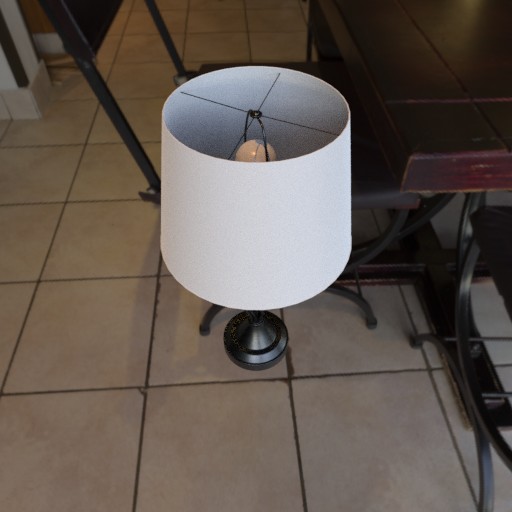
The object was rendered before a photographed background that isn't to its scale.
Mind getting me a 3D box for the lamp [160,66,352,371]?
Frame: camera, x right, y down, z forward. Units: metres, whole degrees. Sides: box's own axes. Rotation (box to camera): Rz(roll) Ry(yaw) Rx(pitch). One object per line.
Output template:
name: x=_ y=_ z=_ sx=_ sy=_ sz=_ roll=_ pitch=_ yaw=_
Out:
lamp: x=0.000 y=0.000 z=0.819 sx=0.331 sy=0.594 sz=0.331 roll=0 pitch=47 yaw=0
